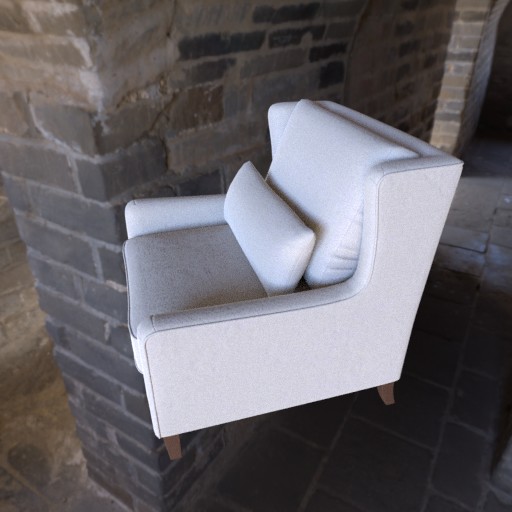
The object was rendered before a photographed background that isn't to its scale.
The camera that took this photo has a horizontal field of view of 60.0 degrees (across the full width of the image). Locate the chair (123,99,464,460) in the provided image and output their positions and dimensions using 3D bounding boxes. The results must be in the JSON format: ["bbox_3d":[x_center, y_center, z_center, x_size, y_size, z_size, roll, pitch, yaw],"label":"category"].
[{"bbox_3d":[0.000,0.000,1.798,1.040,1.056,0.982,-8,31,-14],"label":"chair"}]
